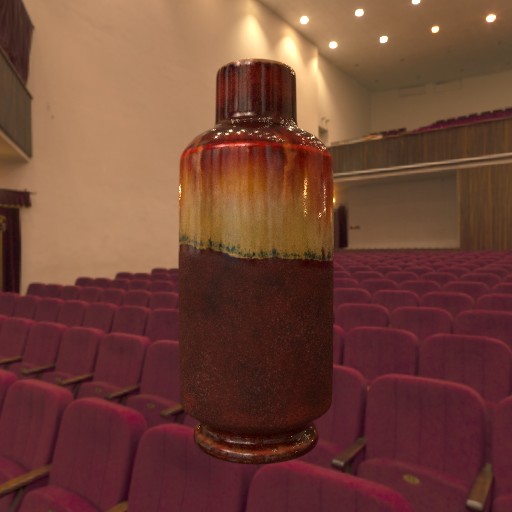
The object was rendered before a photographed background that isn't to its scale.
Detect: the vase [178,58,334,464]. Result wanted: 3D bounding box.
[{"bbox_3d":[0.000,0.000,0.321,0.111,0.261,0.111,0,0,0],"label":"vase"}]
